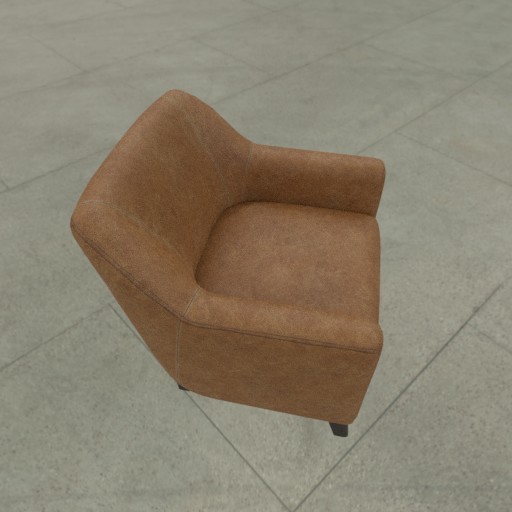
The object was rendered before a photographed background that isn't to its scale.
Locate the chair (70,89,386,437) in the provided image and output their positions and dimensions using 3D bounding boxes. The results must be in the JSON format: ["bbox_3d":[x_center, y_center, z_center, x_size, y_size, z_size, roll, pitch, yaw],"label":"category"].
[{"bbox_3d":[0.000,0.000,1.837,1.034,0.980,1.037,9,47,8],"label":"chair"}]
